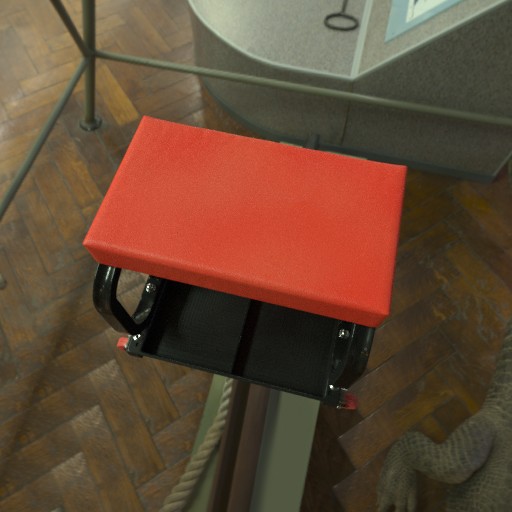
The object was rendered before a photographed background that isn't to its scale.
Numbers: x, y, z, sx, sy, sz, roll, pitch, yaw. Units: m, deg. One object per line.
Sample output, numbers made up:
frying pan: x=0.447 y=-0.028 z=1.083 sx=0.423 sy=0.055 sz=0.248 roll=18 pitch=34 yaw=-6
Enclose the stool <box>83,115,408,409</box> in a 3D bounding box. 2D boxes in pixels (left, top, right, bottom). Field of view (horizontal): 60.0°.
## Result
stool: x=0.000 y=0.000 z=0.729 sx=0.446 sy=0.380 sz=0.371 roll=13 pitch=64 yaw=6
